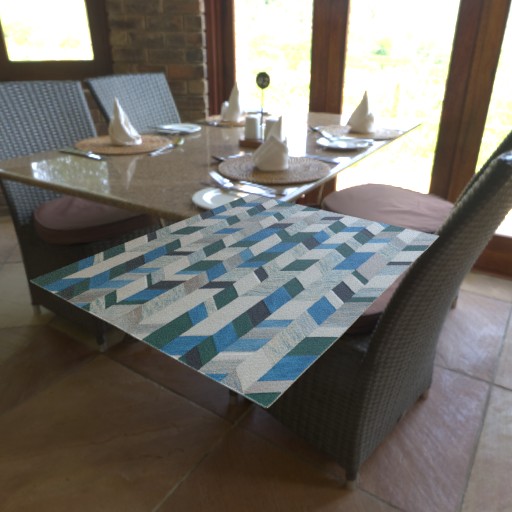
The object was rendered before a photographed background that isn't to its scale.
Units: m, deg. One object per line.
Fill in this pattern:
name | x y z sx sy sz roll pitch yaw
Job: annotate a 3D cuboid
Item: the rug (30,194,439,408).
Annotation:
rug | 0.000 0.000 4.117 2.440 0.008 3.036 18 30 33
